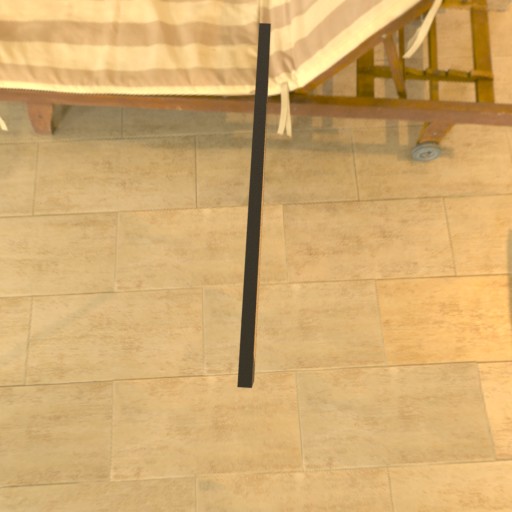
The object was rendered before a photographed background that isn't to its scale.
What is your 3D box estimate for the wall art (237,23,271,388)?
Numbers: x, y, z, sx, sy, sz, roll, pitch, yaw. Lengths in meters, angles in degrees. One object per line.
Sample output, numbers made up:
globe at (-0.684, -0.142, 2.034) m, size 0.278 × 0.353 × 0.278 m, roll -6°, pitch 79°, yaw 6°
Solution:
wall art at (0.000, 0.000, 0.690) m, size 0.013 × 0.534 × 0.381 m, roll 3°, pitch 75°, yaw 1°
